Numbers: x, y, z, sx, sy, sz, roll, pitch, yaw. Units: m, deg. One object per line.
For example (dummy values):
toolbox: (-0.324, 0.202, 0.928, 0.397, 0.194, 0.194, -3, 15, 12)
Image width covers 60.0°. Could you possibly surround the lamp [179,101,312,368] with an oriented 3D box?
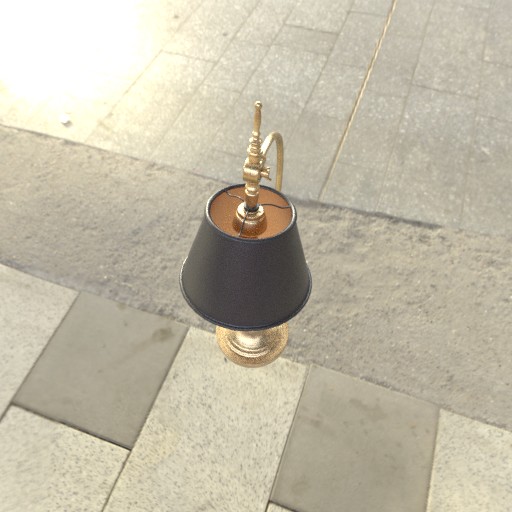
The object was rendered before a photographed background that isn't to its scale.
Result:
lamp: (0.000, 0.000, 0.831, 0.235, 0.675, 0.344, 15, 58, 9)
